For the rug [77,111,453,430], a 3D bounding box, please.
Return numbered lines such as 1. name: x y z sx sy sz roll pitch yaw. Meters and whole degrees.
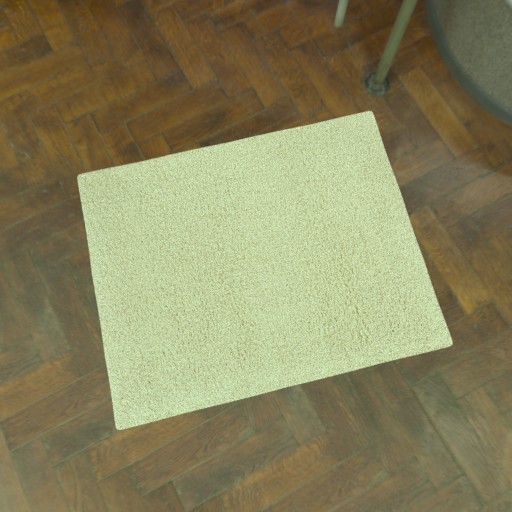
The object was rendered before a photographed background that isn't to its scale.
1. rug: 0.000 0.000 4.172 3.047 0.029 2.438 -13 76 -3
